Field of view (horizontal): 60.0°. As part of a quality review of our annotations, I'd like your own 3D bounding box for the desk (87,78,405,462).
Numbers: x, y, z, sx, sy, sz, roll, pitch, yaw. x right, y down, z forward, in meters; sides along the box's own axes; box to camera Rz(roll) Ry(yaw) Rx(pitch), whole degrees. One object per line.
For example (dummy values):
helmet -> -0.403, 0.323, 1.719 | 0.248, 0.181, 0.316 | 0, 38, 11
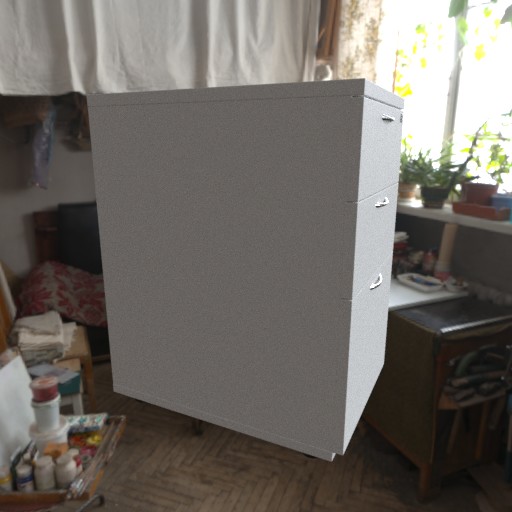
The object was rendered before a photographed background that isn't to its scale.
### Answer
desk -> 0.000, 0.000, 1.075 | 0.600, 0.730, 0.404 | 7, 16, 25
